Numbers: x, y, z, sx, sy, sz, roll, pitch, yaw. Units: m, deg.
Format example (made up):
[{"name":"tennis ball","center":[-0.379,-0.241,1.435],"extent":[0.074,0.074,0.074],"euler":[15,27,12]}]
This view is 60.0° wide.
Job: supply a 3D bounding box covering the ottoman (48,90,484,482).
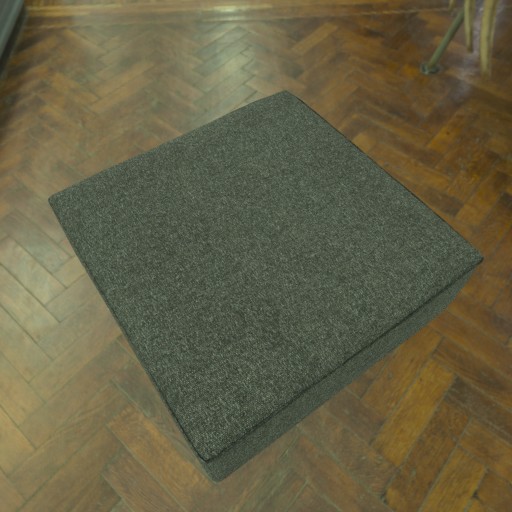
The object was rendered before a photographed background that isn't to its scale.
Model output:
[{"name":"ottoman","center":[0.000,0.000,1.537],"extent":[1.021,0.423,1.017],"euler":[-30,61,-18]}]
